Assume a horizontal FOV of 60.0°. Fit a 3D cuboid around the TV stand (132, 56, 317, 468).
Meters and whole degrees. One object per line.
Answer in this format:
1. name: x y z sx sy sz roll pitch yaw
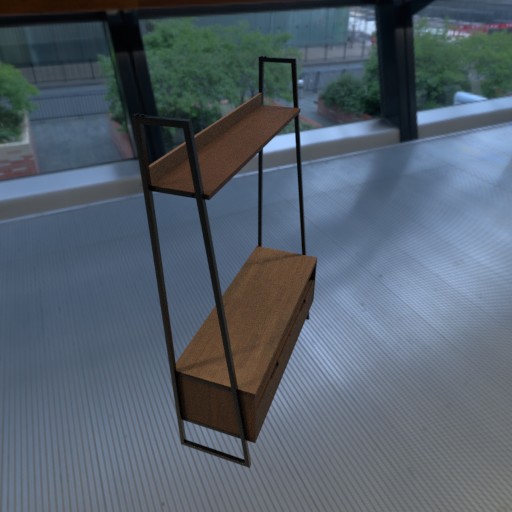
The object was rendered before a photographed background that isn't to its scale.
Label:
1. TV stand: 0.000 0.000 2.363 0.432 1.772 1.250 11 35 17
